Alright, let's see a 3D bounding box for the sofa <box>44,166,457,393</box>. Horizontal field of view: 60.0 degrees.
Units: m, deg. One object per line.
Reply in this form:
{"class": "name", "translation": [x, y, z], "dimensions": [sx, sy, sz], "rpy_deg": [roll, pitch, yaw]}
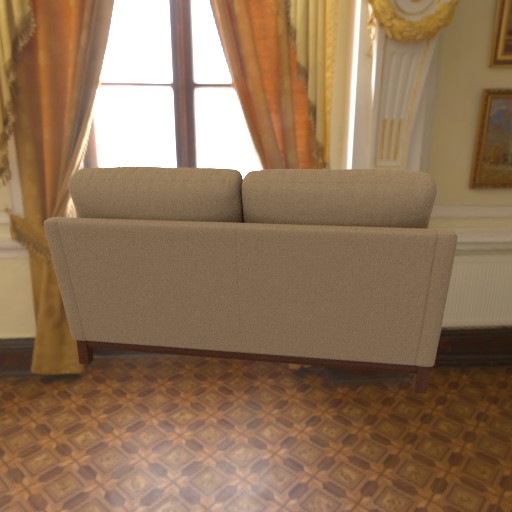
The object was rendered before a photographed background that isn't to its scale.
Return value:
{"class": "sofa", "translation": [0.000, 0.000, 2.201], "dimensions": [1.619, 0.910, 1.004], "rpy_deg": [2, 16, 9]}
